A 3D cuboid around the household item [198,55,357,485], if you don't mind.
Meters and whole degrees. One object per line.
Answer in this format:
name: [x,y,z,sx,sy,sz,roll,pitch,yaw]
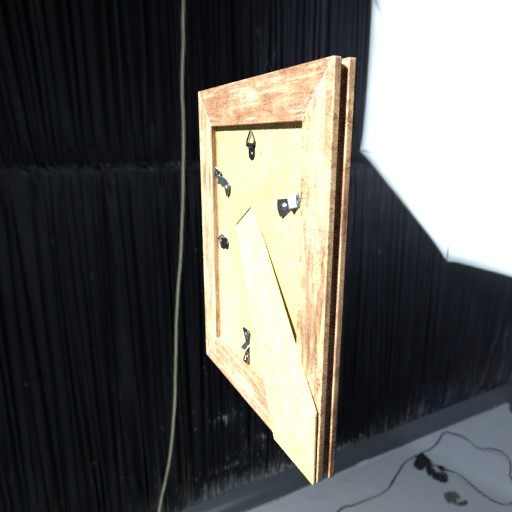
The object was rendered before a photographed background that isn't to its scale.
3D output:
household item: [0.000,0.000,0.318,0.018,0.237,0.186,-7,17,-26]
